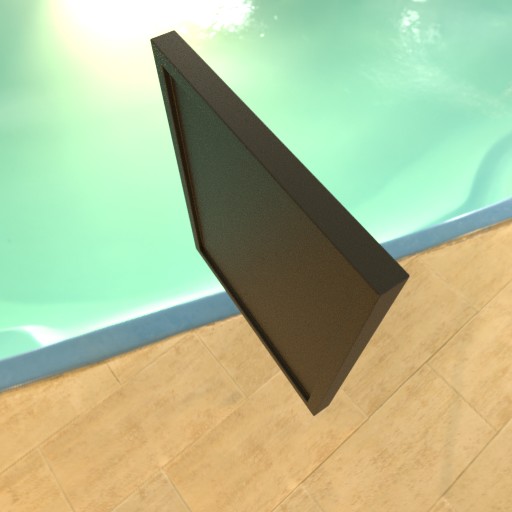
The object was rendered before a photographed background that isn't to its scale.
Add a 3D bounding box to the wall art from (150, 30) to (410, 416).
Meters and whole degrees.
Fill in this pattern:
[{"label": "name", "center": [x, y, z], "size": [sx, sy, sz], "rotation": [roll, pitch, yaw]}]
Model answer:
[{"label": "wall art", "center": [0.000, 0.000, 0.522], "size": [0.028, 0.381, 0.328], "rotation": [-30, 63, -17]}]
